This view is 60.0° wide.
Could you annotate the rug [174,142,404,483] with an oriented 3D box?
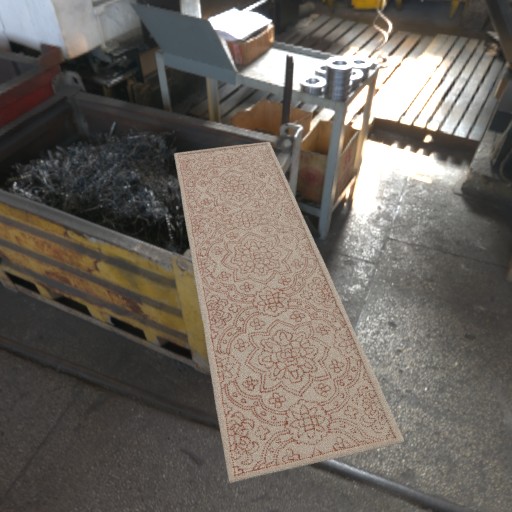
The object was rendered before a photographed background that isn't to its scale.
[{"bbox_3d":[0.000,0.000,2.675,0.769,0.012,2.448,-9,47,-9],"label":"rug"}]
